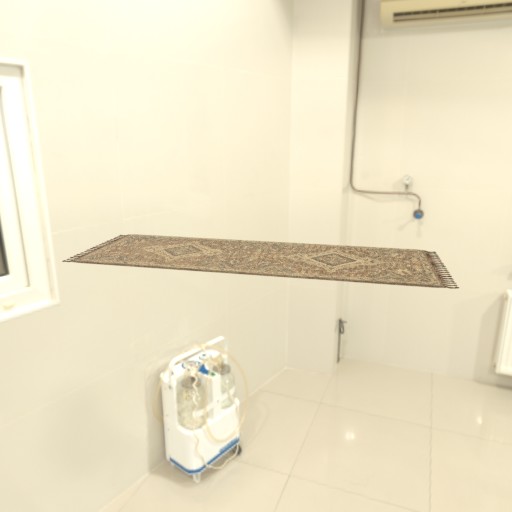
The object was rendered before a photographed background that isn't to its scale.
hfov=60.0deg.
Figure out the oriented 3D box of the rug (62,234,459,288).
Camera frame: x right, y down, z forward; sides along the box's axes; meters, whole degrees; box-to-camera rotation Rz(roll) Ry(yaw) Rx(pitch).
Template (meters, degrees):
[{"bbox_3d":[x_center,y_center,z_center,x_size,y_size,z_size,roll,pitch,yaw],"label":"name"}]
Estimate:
[{"bbox_3d":[0.000,0.000,2.821,2.378,0.018,1.324,8,18,27],"label":"rug"}]
